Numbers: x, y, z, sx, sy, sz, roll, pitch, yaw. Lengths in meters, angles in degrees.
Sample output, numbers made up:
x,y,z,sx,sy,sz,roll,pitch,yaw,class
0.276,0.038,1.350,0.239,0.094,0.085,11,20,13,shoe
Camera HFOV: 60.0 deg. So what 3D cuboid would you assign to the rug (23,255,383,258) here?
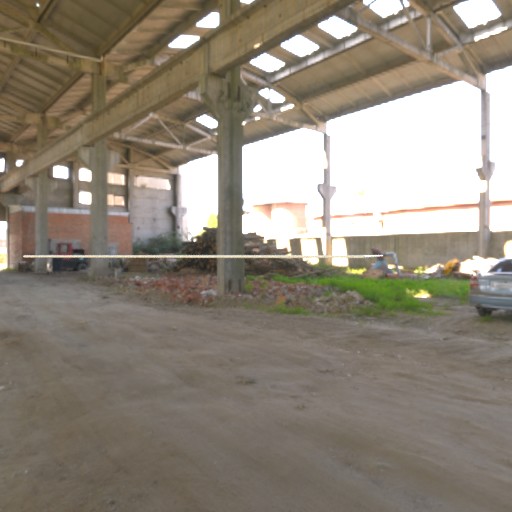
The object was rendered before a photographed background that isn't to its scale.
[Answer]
x,y,z,sx,sy,sz,roll,pitch,yaw,class
0.000,0.000,2.307,1.225,0.008,1.827,0,0,18,rug
